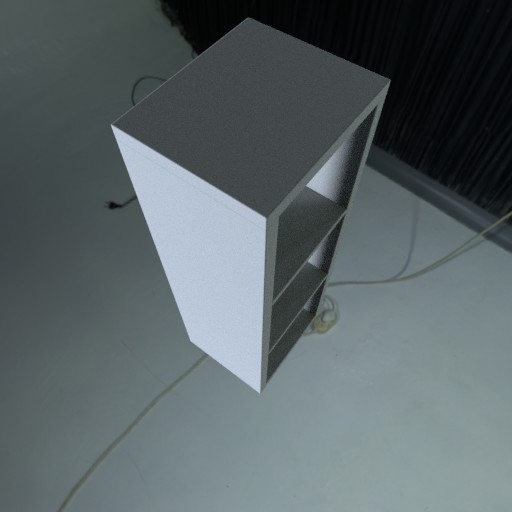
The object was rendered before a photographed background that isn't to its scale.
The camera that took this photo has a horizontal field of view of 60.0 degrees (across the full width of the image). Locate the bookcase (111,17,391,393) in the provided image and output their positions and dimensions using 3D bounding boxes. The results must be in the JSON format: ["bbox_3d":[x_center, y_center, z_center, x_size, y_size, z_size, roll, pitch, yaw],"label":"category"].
[{"bbox_3d":[0.000,0.000,1.252,0.330,1.080,0.390,33,65,18],"label":"bookcase"}]
